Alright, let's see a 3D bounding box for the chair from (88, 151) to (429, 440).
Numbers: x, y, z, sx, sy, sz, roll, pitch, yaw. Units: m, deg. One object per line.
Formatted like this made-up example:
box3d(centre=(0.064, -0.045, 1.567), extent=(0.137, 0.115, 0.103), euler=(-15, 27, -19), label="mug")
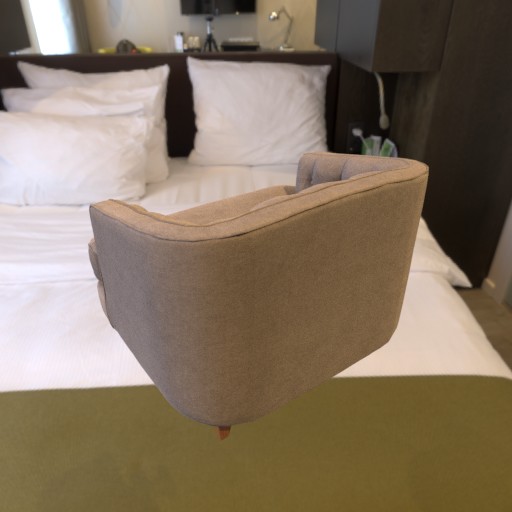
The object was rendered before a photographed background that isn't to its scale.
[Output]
box3d(centre=(0.000, 0.000, 1.784), extent=(1.104, 0.852, 0.941), euler=(-20, 36, -30), label="chair")
